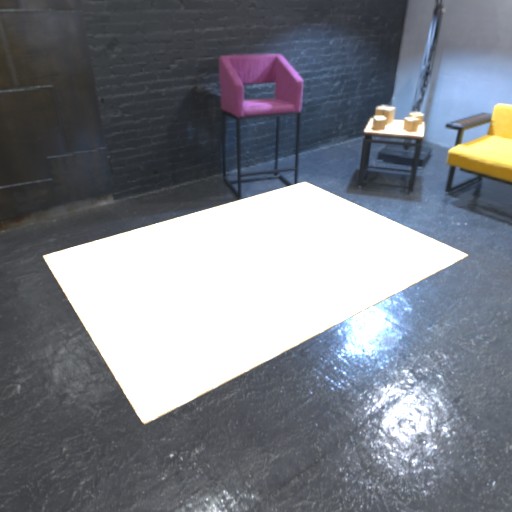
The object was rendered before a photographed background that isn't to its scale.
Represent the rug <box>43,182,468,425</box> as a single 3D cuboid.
[{"bbox_3d":[0.000,0.000,2.722,2.134,0.010,1.524,-20,36,-30],"label":"rug"}]
